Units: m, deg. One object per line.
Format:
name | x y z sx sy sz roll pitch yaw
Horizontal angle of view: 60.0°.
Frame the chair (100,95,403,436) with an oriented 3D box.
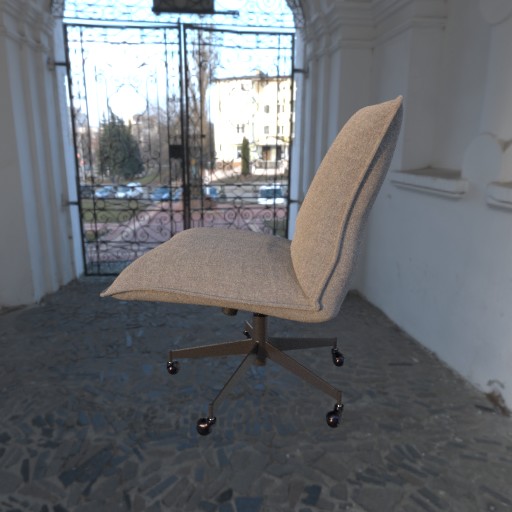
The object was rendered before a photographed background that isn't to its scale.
chair | 0.000 0.000 1.281 0.696 0.811 0.597 2 14 9
